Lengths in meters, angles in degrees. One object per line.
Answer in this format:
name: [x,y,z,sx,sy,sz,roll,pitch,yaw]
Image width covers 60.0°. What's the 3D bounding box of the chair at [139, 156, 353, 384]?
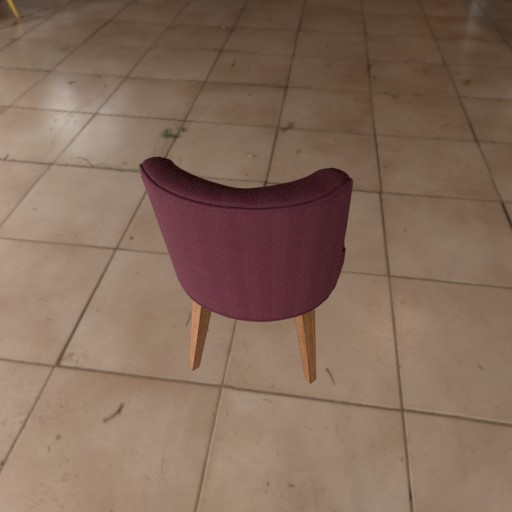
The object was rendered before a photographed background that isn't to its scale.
chair: [0.000,0.000,1.344,0.548,0.916,0.638,5,45,5]
